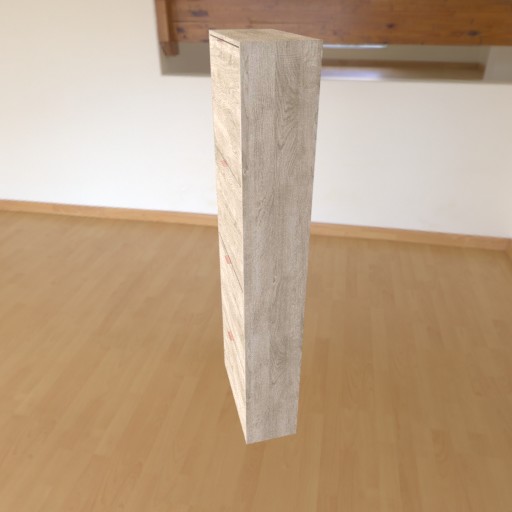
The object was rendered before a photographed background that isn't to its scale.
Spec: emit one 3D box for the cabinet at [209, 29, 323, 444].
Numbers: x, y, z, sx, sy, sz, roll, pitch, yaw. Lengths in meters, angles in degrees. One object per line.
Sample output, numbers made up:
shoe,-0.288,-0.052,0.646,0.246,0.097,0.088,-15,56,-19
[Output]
cabinet,0.000,0.000,1.817,0.250,1.630,0.520,-7,31,-12
